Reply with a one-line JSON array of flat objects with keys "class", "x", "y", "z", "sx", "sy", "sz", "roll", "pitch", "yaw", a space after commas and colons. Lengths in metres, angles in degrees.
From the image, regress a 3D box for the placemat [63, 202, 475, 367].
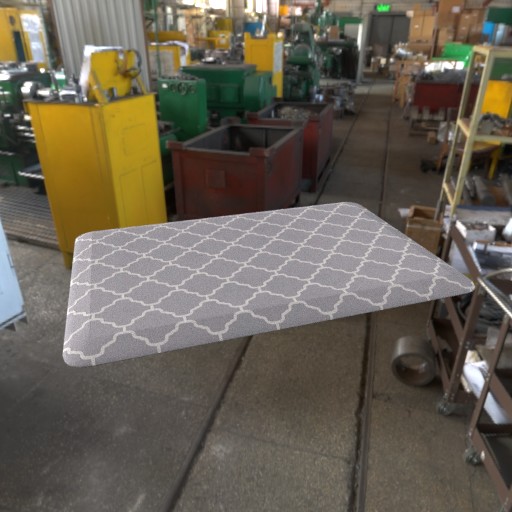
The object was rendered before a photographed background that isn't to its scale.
[{"class": "placemat", "x": 0.000, "y": 0.000, "z": 0.966, "sx": 0.762, "sy": 0.021, "sz": 0.508, "roll": -8, "pitch": 28, "yaw": -16}]
